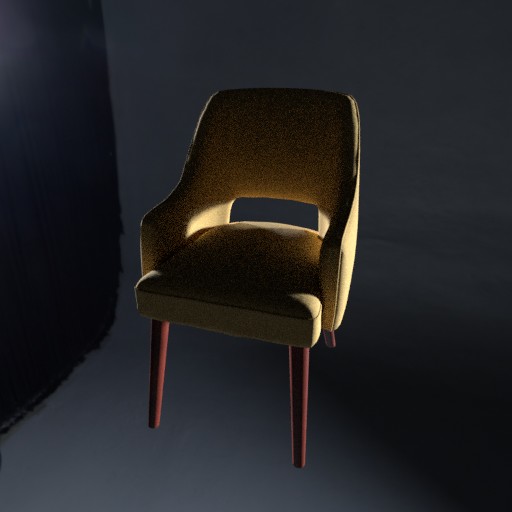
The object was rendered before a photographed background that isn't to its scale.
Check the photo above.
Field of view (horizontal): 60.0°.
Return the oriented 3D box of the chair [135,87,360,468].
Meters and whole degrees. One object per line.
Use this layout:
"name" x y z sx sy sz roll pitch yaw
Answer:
"chair" 0.000 0.000 1.252 0.548 0.849 0.605 8 26 16
